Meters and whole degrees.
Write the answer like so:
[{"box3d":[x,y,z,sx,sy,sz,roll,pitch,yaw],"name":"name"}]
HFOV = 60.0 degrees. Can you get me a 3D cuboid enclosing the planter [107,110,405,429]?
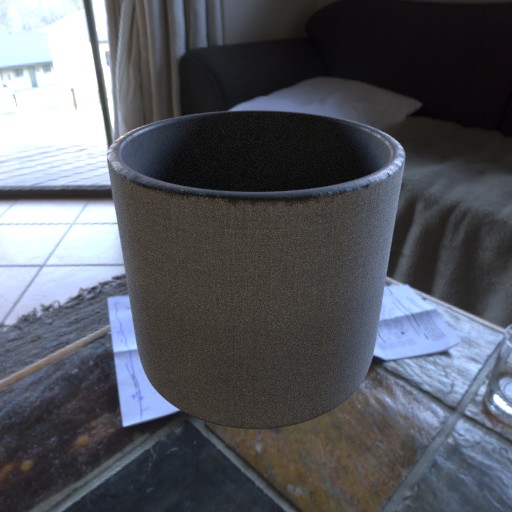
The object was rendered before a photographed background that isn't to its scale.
[{"box3d":[0.000,0.000,0.384,0.221,0.201,0.221,0,30,0],"name":"planter"}]
